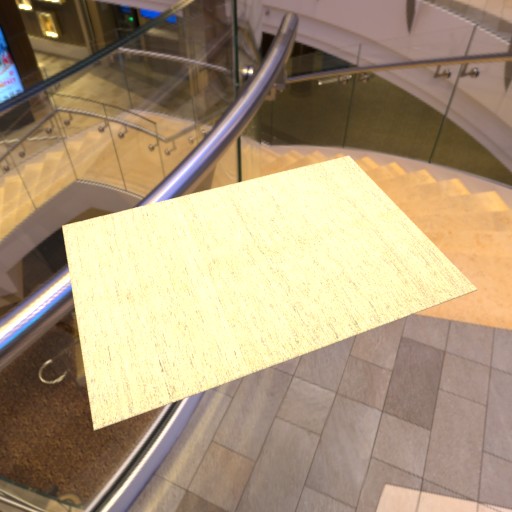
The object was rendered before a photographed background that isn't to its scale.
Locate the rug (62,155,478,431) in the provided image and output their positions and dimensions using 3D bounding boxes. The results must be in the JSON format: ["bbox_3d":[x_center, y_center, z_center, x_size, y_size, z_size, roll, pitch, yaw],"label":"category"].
[{"bbox_3d":[0.000,0.000,2.340,1.850,0.015,1.250,-16,49,-15],"label":"rug"}]
